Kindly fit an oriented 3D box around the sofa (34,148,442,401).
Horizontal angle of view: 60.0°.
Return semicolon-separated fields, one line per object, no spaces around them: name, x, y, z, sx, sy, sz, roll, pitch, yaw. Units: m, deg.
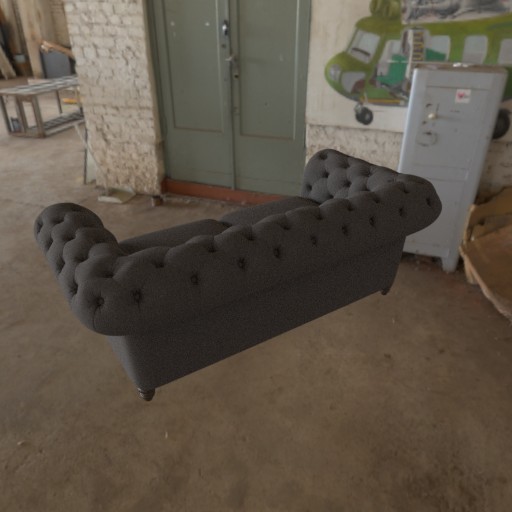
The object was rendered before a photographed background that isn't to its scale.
sofa;0.000;0.000;2.416;1.998;0.764;0.986;-18;34;-29
